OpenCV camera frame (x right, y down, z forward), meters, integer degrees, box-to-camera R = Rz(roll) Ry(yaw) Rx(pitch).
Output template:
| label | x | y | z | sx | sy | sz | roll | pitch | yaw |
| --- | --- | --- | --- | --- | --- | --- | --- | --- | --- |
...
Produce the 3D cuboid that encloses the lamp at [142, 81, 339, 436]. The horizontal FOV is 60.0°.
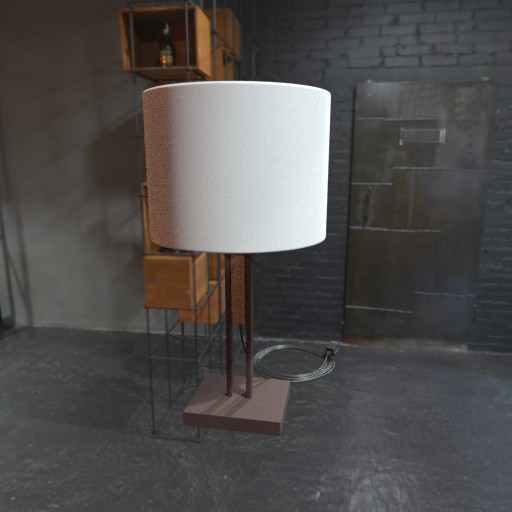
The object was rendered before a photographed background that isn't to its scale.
| label | x | y | z | sx | sy | sz | roll | pitch | yaw |
| --- | --- | --- | --- | --- | --- | --- | --- | --- | --- |
| lamp | 0.000 | 0.000 | 1.005 | 0.396 | 0.668 | 0.525 | 2 | 13 | 10 |
